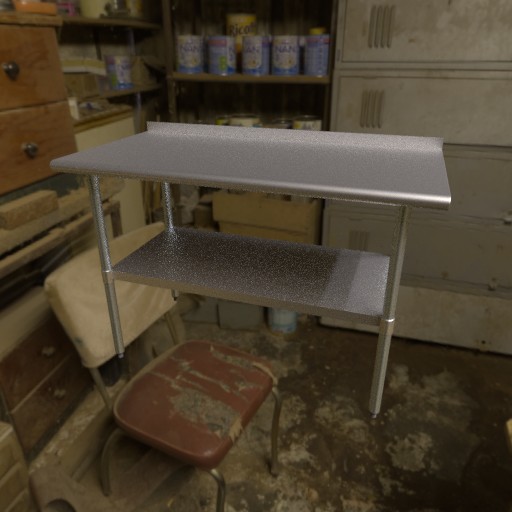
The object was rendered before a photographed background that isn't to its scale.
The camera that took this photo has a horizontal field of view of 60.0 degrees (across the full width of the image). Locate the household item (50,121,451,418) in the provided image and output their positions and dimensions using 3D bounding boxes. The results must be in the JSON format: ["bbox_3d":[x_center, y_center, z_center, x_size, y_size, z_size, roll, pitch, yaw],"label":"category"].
[{"bbox_3d":[0.000,0.000,1.690,1.219,0.851,0.610,8,26,17],"label":"household item"}]
